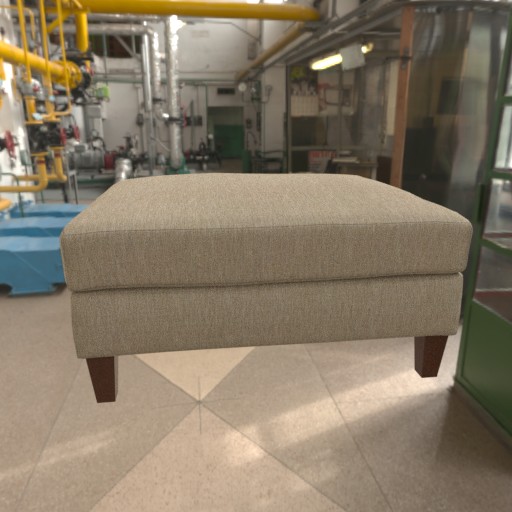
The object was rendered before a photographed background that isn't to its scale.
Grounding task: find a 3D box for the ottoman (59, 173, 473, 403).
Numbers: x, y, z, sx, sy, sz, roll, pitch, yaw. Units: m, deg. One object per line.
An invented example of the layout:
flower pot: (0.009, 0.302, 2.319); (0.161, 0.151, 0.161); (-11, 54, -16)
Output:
ottoman: (0.000, 0.000, 1.443); (0.976, 0.492, 0.836); (-2, 17, -7)
